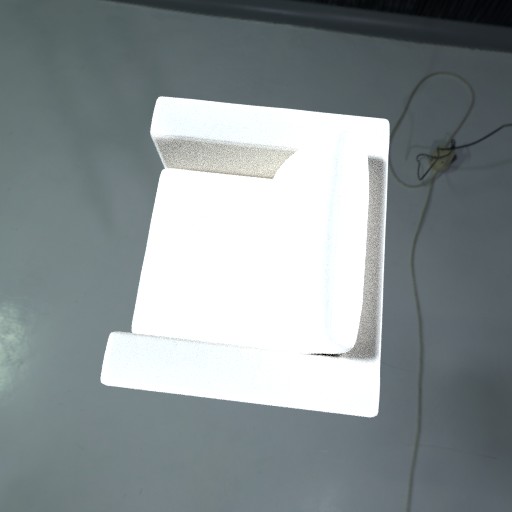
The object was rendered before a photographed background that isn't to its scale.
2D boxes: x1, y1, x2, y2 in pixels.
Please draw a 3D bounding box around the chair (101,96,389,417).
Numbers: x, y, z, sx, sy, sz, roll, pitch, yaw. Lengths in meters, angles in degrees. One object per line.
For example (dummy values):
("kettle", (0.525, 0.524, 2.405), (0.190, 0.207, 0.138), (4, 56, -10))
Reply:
("chair", (0.000, 0.000, 1.801), (0.957, 0.878, 1.150), (6, 75, 2))
